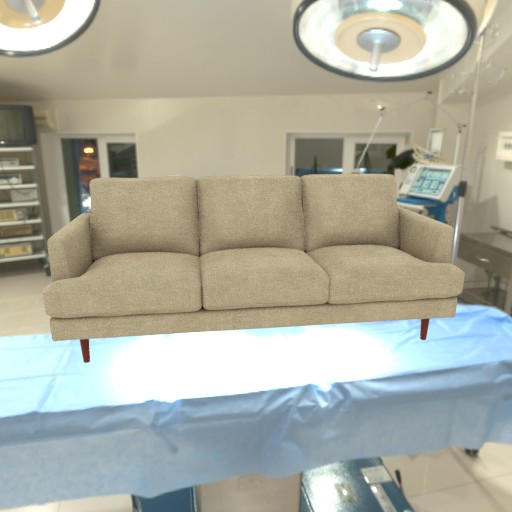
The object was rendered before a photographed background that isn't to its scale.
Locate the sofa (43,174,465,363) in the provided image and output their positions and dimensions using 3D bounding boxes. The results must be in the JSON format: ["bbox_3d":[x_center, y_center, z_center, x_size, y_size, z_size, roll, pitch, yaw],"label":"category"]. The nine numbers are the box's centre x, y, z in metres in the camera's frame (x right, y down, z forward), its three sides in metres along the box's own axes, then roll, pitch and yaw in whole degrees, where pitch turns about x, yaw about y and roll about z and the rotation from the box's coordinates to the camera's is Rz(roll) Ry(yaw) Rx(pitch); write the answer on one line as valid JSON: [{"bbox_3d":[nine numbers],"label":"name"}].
[{"bbox_3d":[0.000,0.000,2.717,2.246,0.930,0.903,-2,16,-8],"label":"sofa"}]
